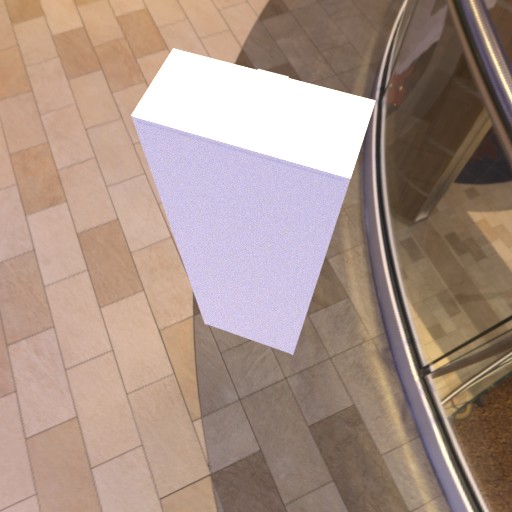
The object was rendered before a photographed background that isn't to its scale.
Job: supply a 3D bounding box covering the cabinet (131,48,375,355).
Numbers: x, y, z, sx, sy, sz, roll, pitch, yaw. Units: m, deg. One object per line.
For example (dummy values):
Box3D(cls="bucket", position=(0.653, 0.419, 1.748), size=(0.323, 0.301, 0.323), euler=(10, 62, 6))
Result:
Box3D(cls="cabinet", position=(0.000, 0.000, 1.769), size=(0.520, 1.630, 0.255), euler=(18, 66, 8))
